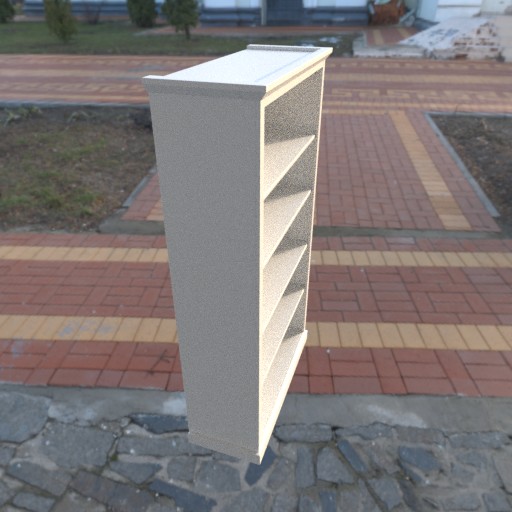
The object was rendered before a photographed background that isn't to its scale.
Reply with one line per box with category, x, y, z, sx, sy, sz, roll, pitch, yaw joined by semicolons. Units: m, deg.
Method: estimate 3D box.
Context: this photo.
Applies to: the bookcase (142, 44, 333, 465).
bookcase;0.000;0.000;2.302;0.432;1.880;1.050;10;33;16
